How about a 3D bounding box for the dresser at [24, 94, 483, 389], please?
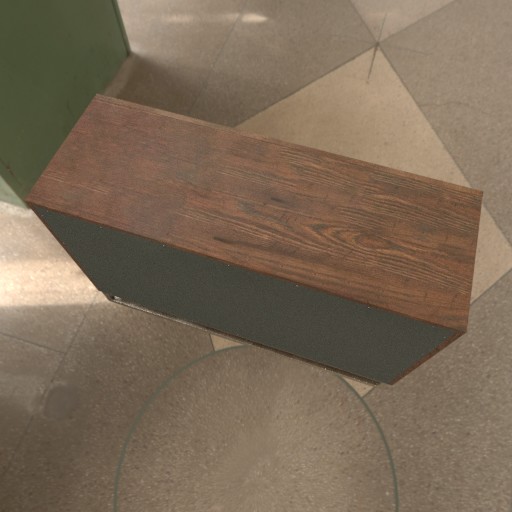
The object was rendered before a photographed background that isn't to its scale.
[{"bbox_3d":[0.000,0.000,2.163,1.646,1.061,0.623,16,64,8],"label":"dresser"}]
